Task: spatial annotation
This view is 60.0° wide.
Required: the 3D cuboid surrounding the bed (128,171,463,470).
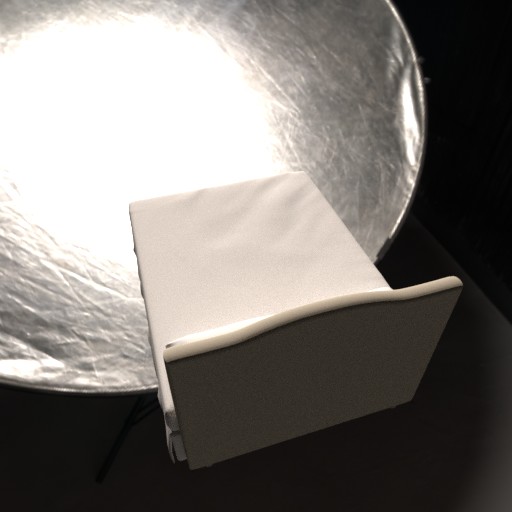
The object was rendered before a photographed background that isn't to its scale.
[{"bbox_3d":[0.000,0.000,3.601,1.977,1.437,2.477,-12,45,-13],"label":"bed"}]
